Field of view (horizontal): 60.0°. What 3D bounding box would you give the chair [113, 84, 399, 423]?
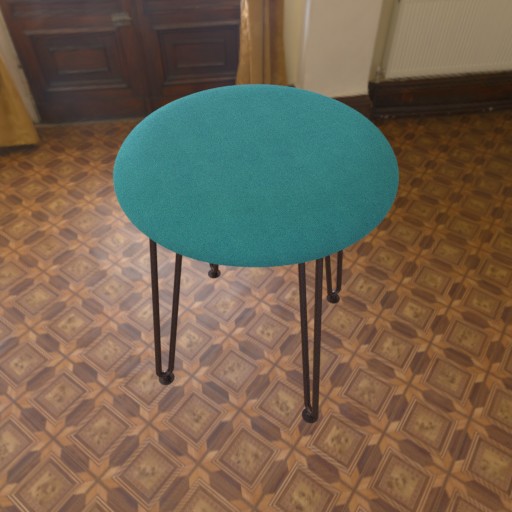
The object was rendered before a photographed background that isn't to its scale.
[{"bbox_3d":[0.000,0.000,0.680,0.350,0.430,0.350,2,46,2],"label":"chair"}]
